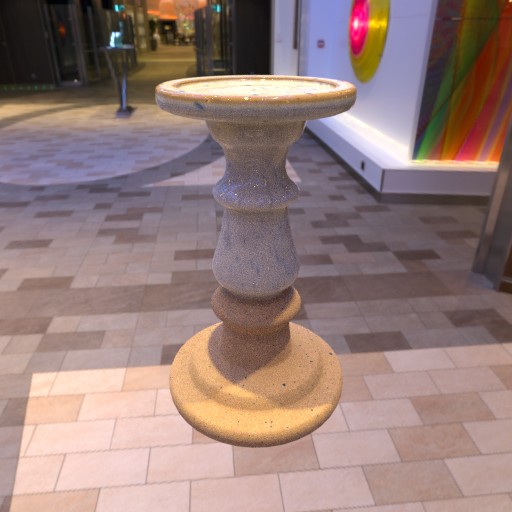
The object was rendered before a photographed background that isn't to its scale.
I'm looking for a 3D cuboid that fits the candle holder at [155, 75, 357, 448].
[{"bbox_3d":[0.000,0.000,0.276,0.123,0.202,0.123,0,27,0],"label":"candle holder"}]
